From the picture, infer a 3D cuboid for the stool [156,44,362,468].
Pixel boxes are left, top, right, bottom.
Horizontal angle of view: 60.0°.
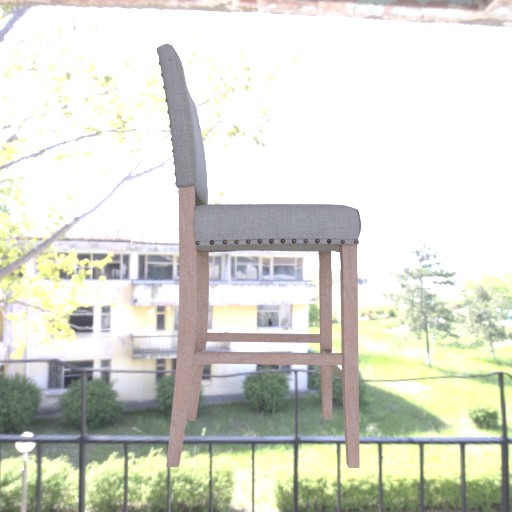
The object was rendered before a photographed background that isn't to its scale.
[{"bbox_3d":[0.000,0.000,1.435,0.585,1.173,0.445,0,-2,-1],"label":"stool"}]
